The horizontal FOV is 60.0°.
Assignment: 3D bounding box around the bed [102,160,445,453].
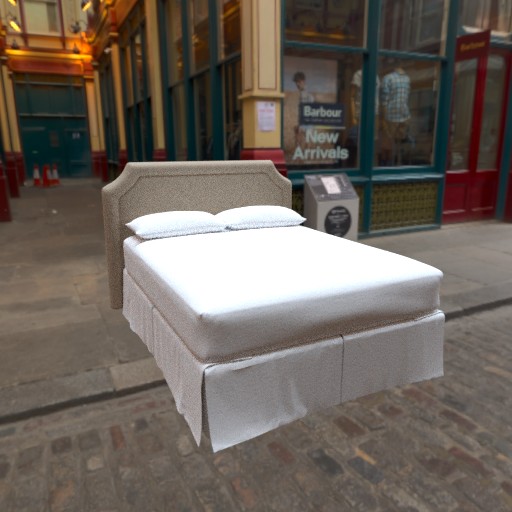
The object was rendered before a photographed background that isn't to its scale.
[{"bbox_3d":[0.000,0.000,3.265,1.828,1.301,2.204,-7,16,-26],"label":"bed"}]
